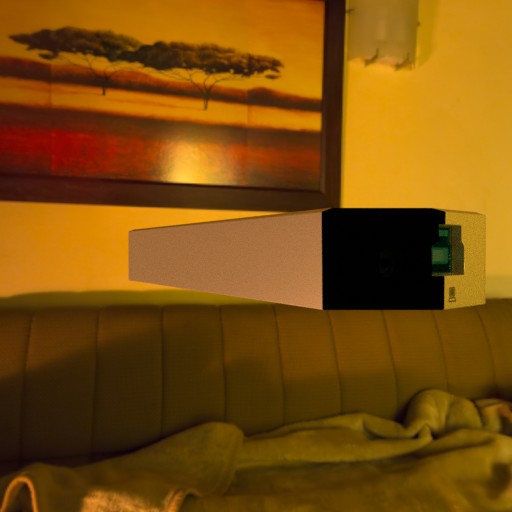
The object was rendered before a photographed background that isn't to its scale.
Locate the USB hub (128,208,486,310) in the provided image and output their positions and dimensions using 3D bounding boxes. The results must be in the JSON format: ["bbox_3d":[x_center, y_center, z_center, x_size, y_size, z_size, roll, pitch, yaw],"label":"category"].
[{"bbox_3d":[0.000,0.000,0.159,0.044,0.023,0.145,0,1,-36],"label":"USB hub"}]
